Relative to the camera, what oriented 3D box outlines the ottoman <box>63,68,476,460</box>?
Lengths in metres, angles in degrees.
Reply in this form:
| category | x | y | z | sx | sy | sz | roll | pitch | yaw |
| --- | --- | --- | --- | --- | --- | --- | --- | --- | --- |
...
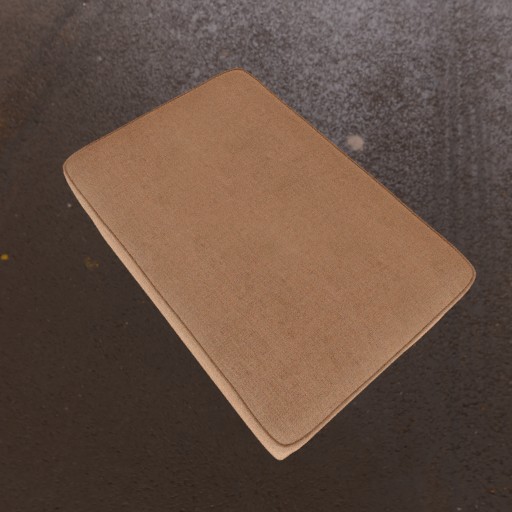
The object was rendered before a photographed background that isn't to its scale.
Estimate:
| category | x | y | z | sx | sy | sz | roll | pitch | yaw |
| --- | --- | --- | --- | --- | --- | --- | --- | --- | --- |
| ottoman | 0.000 | 0.000 | 1.192 | 0.583 | 0.484 | 0.862 | -36 | 68 | -17 |
